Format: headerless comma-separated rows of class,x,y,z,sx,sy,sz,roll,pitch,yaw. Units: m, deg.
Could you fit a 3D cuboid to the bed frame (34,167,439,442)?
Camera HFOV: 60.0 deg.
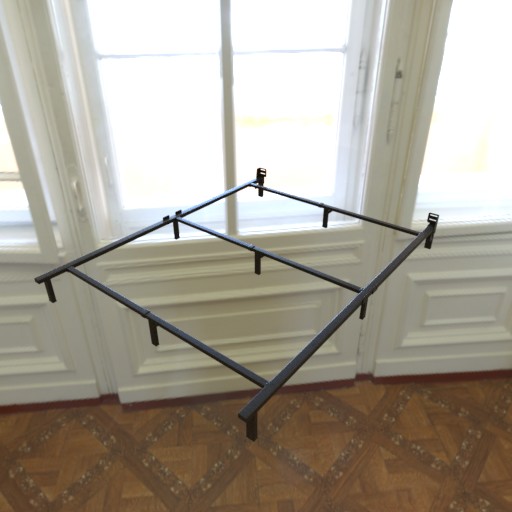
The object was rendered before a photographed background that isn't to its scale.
bed frame,0.000,0.000,2.695,1.498,0.248,1.990,22,37,32
